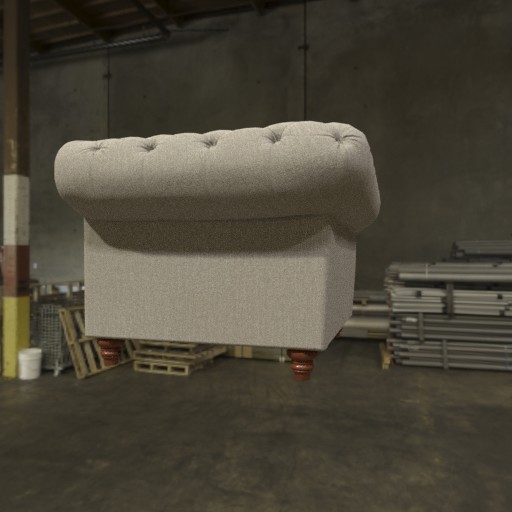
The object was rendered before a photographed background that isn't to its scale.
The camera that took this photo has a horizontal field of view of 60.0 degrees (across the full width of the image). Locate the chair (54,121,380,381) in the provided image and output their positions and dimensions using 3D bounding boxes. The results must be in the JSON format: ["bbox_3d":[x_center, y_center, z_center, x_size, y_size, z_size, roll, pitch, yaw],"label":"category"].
[{"bbox_3d":[0.000,0.000,1.833,0.976,0.770,1.270,0,-1,17],"label":"chair"}]
